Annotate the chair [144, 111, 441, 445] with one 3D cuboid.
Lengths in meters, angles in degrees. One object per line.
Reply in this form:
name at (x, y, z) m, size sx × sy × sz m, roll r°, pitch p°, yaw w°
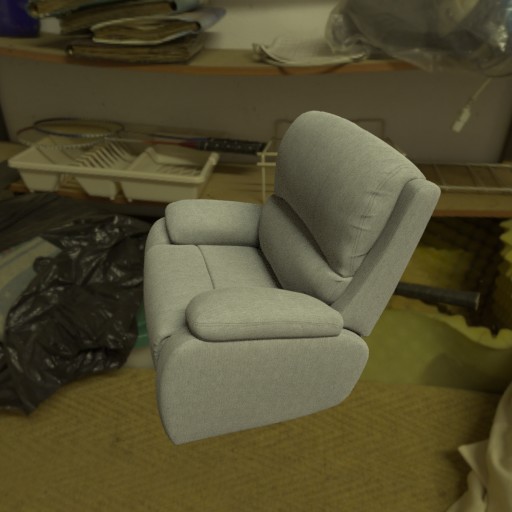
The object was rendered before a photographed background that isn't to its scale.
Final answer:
chair at (0.000, 0.000, 1.744) m, size 0.899 × 1.011 × 0.930 m, roll -8°, pitch 31°, yaw -13°
